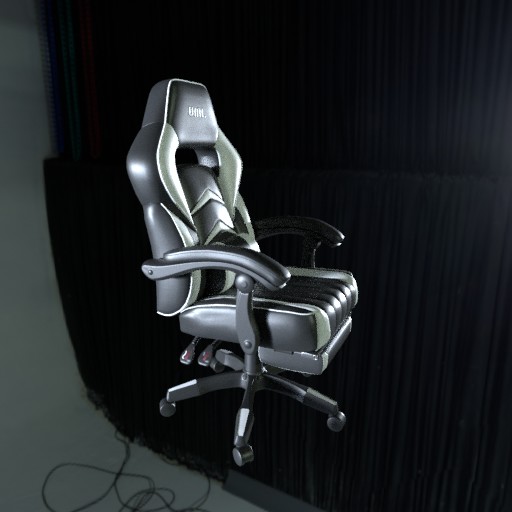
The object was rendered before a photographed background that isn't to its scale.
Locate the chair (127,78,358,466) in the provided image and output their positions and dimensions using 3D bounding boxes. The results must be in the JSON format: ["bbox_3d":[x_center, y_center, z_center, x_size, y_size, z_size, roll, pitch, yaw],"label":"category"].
[{"bbox_3d":[0.000,0.000,1.582,0.700,1.200,0.676,7,16,25],"label":"chair"}]
